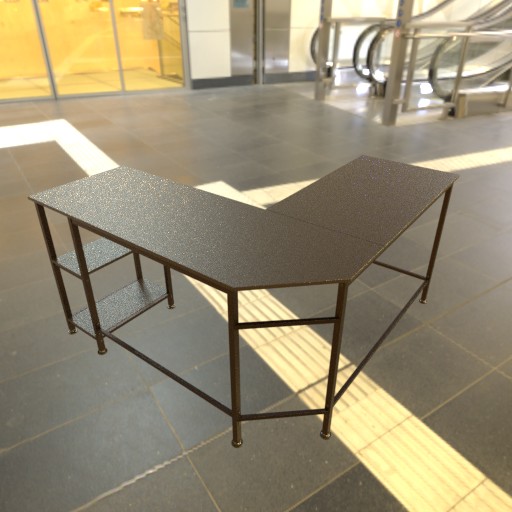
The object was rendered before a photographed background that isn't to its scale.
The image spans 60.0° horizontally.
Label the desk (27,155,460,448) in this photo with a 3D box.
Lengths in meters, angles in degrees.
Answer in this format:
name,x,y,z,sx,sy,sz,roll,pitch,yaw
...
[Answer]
name,x,y,z,sx,sy,sz,roll,pitch,yaw
desk,0.000,0.000,2.173,1.379,0.739,1.379,21,36,31
